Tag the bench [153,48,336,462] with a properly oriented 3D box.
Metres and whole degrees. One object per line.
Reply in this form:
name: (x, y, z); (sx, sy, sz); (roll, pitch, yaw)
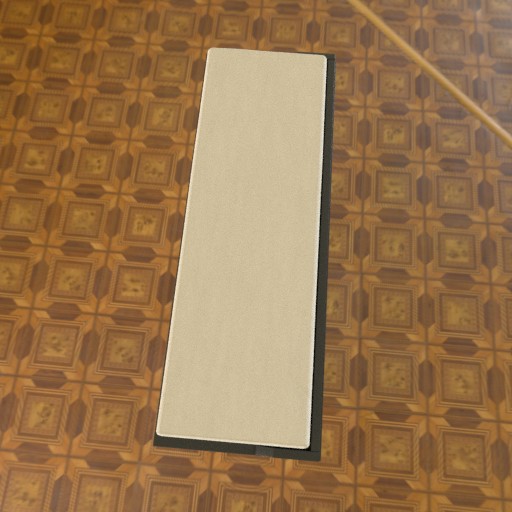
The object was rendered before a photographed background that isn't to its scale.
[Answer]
bench: (0.000, 0.000, 1.251); (0.345, 0.561, 0.973); (5, 74, 1)
